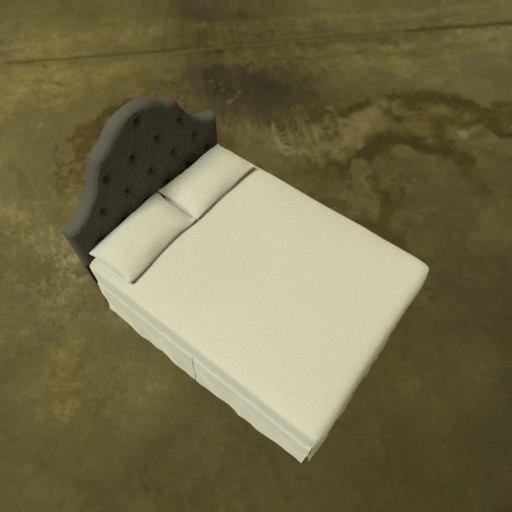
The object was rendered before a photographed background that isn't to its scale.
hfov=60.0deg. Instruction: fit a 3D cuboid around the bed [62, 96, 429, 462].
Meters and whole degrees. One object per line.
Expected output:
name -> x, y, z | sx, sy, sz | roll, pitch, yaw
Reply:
bed -> 0.000, 0.000, 3.168 | 2.155, 1.575, 1.636 | 33, 64, 19
